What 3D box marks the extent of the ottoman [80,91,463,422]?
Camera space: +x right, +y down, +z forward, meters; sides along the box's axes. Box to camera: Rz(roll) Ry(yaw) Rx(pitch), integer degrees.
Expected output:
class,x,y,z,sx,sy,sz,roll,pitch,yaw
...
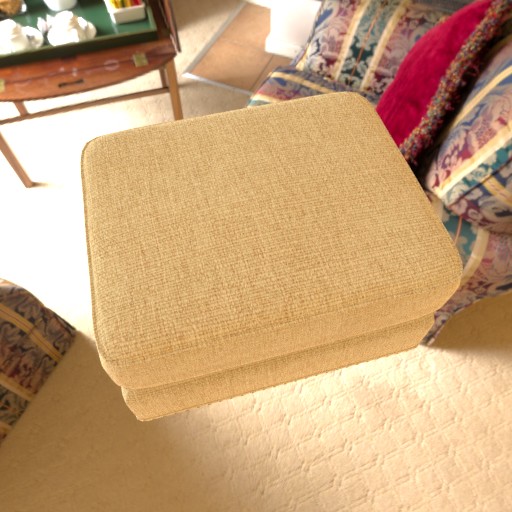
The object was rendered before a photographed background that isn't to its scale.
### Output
class,x,y,z,sx,sy,sz,roll,pitch,yaw
ottoman,0.000,0.000,1.108,0.738,0.537,0.589,-13,60,-8
